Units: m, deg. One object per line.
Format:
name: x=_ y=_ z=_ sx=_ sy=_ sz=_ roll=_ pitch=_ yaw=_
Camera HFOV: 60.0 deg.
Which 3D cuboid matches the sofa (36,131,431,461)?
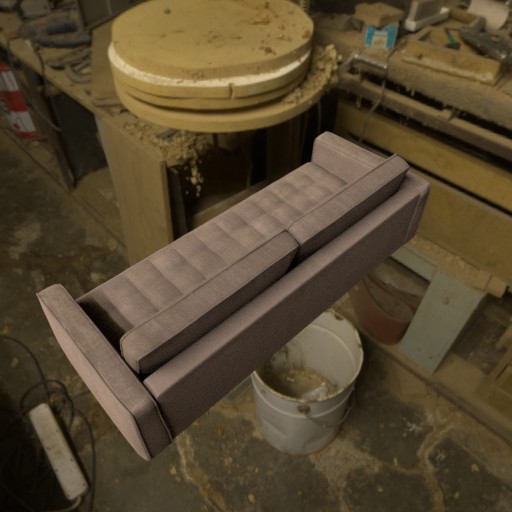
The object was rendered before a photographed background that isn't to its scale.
sofa: x=0.000 y=0.000 z=2.665 sx=2.295 sy=0.813 sz=0.923 roll=-34 pitch=55 yaw=-28
